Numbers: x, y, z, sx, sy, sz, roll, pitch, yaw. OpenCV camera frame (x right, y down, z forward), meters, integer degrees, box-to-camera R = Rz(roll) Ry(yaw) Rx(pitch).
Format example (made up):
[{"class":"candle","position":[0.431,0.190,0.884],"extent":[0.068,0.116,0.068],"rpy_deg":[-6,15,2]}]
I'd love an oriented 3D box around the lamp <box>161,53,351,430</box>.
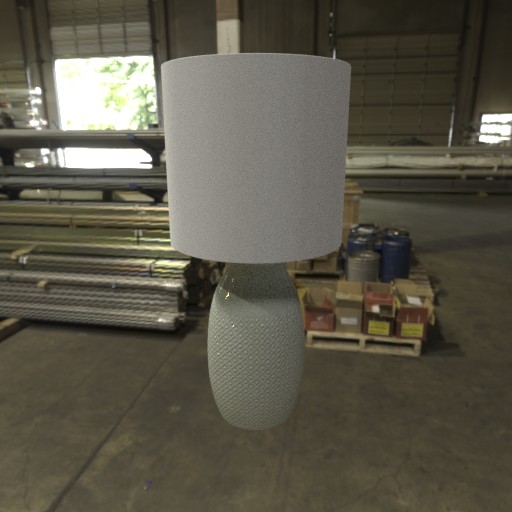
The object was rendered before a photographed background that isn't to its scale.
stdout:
[{"class":"lamp","position":[0.000,0.000,0.577],"extent":[0.217,0.453,0.217],"rpy_deg":[3,16,10]}]
